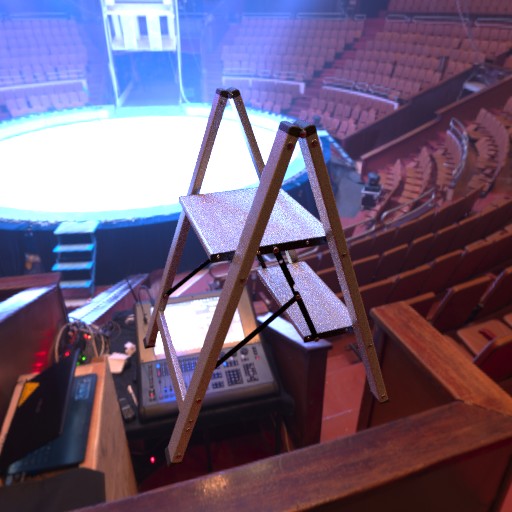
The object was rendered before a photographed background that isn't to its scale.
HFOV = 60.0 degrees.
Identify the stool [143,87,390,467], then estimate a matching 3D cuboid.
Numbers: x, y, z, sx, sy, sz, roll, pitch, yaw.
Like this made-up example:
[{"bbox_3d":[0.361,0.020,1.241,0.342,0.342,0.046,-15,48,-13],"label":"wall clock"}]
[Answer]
[{"bbox_3d":[0.000,0.000,1.009,0.535,0.670,0.440,-9,30,-17],"label":"stool"}]
